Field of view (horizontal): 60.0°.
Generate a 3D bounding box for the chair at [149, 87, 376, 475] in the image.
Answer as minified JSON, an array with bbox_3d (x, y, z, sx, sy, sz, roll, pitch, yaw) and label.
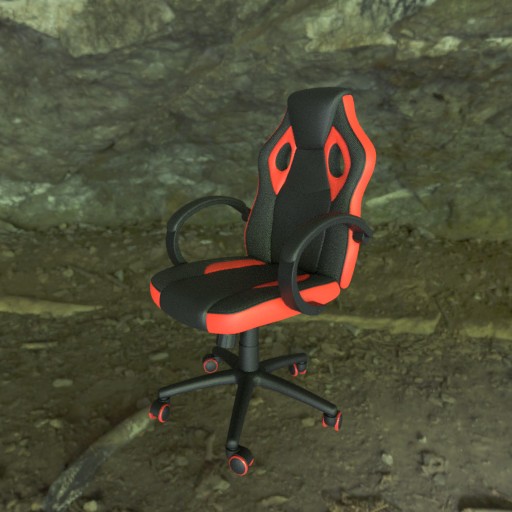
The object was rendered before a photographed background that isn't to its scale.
[{"bbox_3d":[0.000,0.000,1.373,0.642,1.016,0.600,-15,21,-43],"label":"chair"}]
